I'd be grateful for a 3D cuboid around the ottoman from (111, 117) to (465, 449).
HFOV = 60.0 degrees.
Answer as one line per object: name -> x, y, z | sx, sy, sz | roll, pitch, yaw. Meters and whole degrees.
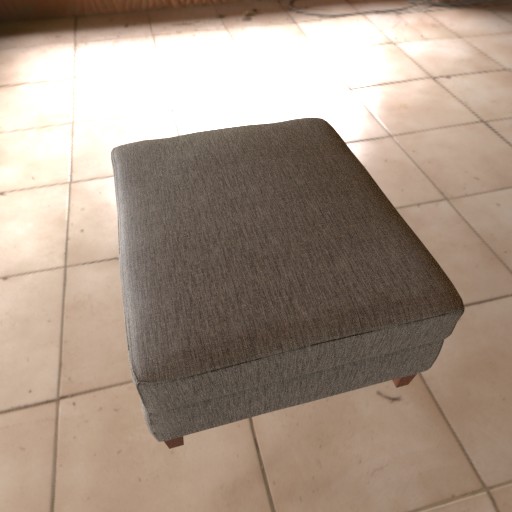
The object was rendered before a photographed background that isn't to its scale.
ottoman -> 0.000, 0.000, 1.477 | 0.839, 0.492, 0.994 | -11, 47, -11
